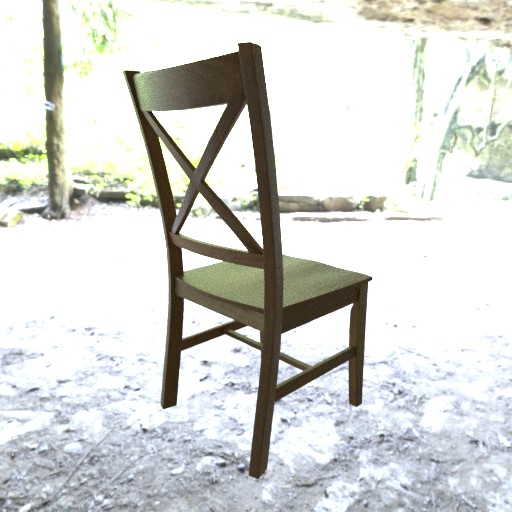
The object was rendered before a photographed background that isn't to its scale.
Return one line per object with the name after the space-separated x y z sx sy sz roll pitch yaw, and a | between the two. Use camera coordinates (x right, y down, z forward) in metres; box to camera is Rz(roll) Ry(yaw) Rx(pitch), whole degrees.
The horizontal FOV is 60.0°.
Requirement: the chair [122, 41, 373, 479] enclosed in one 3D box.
0.000 0.000 1.262 0.542 0.983 0.485 -13 20 -42 | chair
